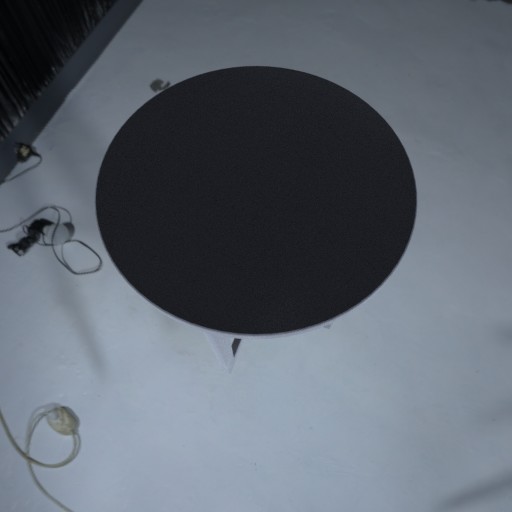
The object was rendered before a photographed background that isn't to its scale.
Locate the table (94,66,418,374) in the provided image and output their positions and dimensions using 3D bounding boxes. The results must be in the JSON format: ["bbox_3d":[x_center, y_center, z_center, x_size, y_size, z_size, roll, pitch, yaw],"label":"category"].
[{"bbox_3d":[0.000,0.000,0.940,0.500,0.550,0.500,0,64,0],"label":"table"}]
